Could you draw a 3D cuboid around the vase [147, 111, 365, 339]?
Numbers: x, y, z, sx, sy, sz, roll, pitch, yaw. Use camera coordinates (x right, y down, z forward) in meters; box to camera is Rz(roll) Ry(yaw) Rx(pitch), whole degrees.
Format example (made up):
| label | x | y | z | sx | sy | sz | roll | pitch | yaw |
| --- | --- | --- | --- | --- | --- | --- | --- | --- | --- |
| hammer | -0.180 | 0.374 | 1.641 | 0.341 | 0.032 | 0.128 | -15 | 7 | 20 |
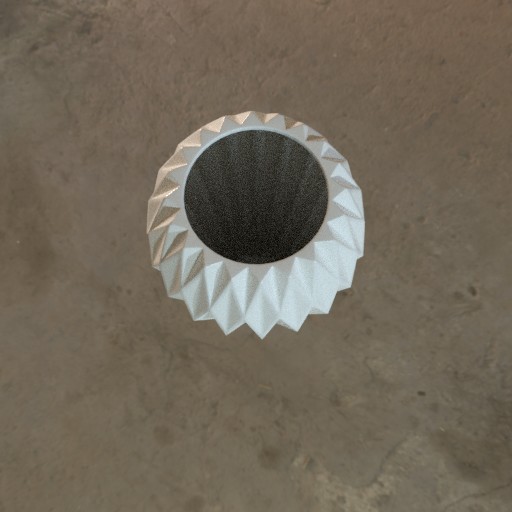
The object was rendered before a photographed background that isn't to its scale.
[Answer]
| label | x | y | z | sx | sy | sz | roll | pitch | yaw |
| --- | --- | --- | --- | --- | --- | --- | --- | --- | --- |
| vase | 0.000 | 0.000 | 0.341 | 0.133 | 0.263 | 0.133 | 0 | 77 | 0 |
